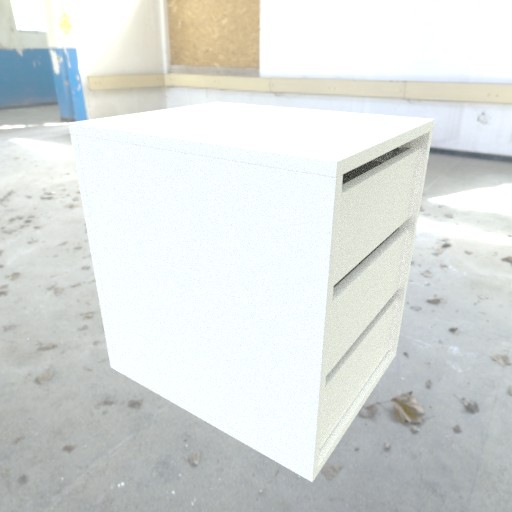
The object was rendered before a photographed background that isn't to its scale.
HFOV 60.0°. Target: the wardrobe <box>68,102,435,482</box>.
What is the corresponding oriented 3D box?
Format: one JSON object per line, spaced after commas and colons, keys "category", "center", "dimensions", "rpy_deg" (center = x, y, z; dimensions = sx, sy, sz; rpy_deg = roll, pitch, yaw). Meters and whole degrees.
{"category": "wardrobe", "center": [0.000, 0.000, 0.882], "dimensions": [0.500, 0.520, 0.400], "rpy_deg": [16, 30, 31]}
